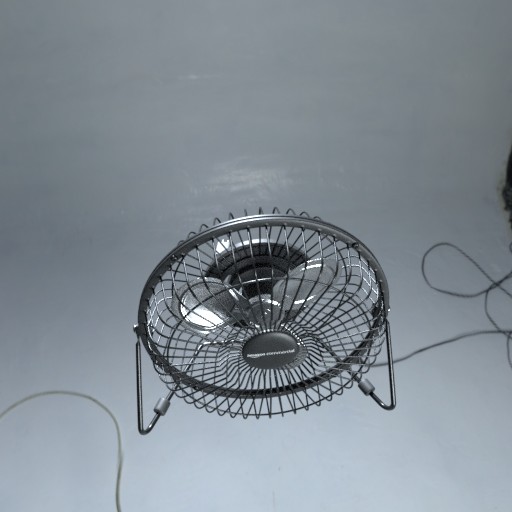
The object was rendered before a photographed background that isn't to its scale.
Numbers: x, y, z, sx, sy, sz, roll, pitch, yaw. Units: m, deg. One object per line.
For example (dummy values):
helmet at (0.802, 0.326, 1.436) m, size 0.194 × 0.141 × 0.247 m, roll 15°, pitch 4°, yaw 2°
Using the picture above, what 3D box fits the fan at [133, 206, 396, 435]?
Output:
fan at (0.000, 0.000, 0.379) m, size 0.209 × 0.188 × 0.227 m, roll -4°, pitch 46°, yaw -4°
